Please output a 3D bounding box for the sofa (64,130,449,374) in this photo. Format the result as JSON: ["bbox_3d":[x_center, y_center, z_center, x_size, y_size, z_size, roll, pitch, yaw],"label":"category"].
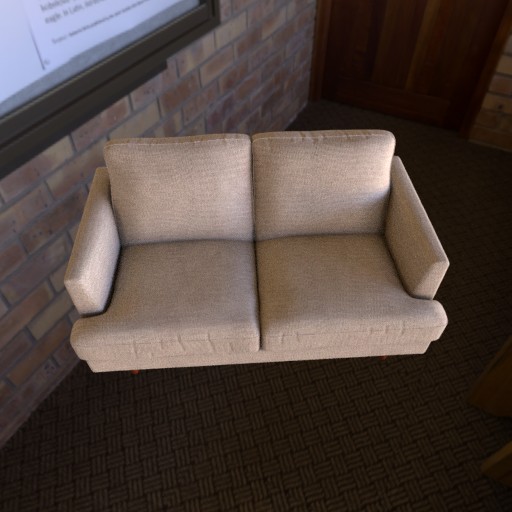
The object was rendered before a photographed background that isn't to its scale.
[{"bbox_3d":[0.000,0.000,2.115,1.582,0.944,0.903,-3,48,-2],"label":"sofa"}]
